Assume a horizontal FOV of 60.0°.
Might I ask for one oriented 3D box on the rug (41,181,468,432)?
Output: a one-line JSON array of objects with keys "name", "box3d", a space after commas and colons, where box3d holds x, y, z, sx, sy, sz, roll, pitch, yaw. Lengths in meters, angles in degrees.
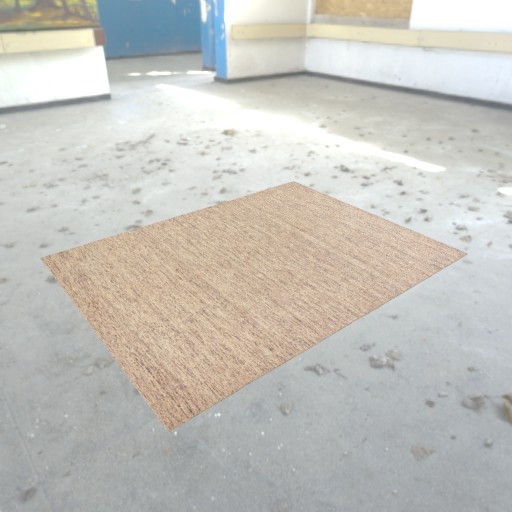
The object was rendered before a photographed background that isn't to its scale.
[{"name": "rug", "box3d": [0.000, 0.000, 4.175, 3.205, 0.013, 2.448, -22, 37, -32]}]
